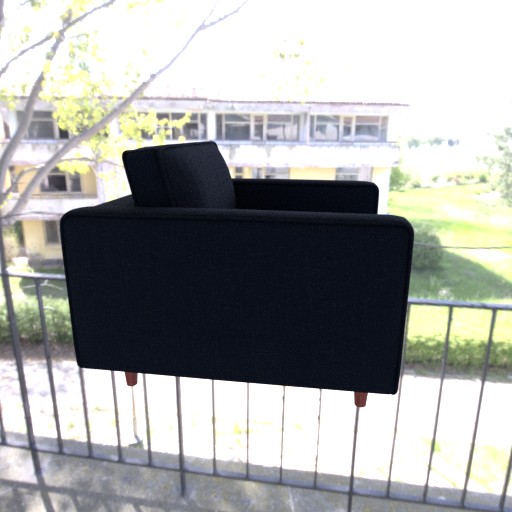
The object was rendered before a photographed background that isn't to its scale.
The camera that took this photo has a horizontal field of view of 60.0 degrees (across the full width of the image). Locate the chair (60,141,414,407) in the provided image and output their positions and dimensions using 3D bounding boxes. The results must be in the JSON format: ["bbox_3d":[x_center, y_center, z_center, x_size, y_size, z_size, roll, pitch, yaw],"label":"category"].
[{"bbox_3d":[0.000,0.000,1.552,0.920,0.770,0.899,2,16,9],"label":"chair"}]
